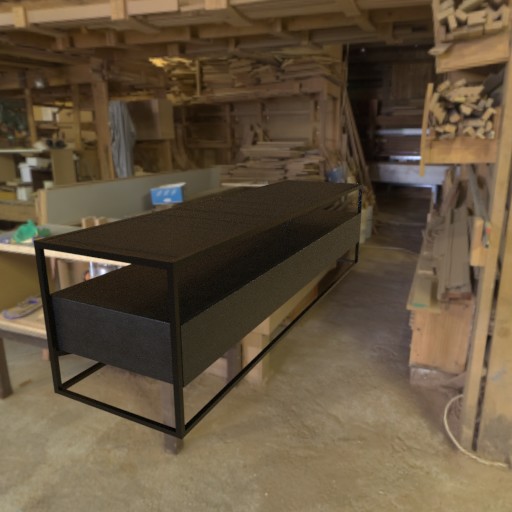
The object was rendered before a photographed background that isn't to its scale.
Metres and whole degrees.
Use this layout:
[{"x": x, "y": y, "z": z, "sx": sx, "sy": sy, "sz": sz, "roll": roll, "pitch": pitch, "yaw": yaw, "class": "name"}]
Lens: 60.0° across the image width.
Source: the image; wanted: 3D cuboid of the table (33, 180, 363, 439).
[{"x": 0.000, "y": 0.000, "z": 1.621, "sx": 0.399, "sy": 0.395, "sz": 1.486, "roll": 8, "pitch": 17, "yaw": 26, "class": "table"}]
